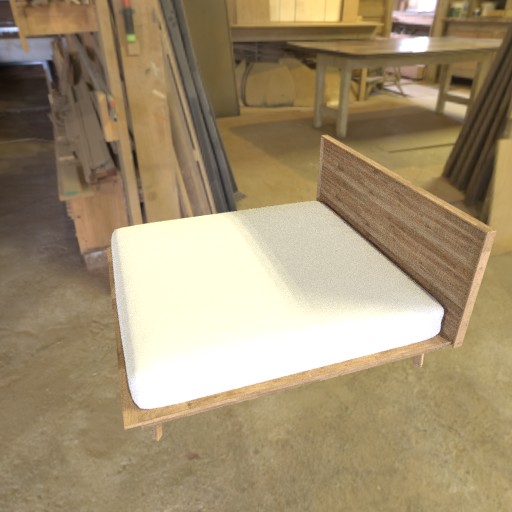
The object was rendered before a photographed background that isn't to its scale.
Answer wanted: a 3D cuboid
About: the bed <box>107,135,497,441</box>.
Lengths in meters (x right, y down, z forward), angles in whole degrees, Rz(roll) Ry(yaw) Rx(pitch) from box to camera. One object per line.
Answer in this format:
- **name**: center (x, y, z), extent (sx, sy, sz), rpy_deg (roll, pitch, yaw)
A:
- **bed**: center (0.000, 0.000, 3.342), extent (2.167, 1.100, 2.116), rpy_deg (-10, 32, -16)
